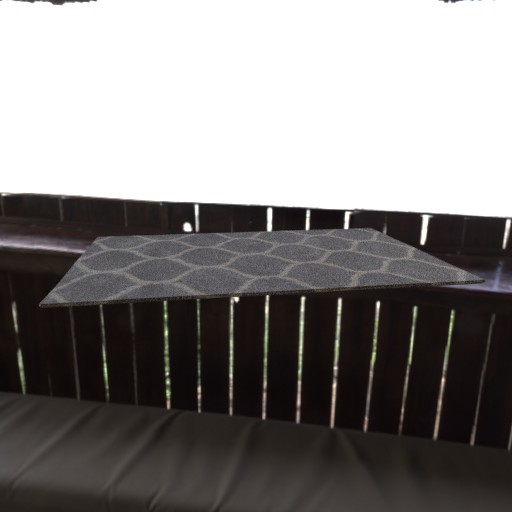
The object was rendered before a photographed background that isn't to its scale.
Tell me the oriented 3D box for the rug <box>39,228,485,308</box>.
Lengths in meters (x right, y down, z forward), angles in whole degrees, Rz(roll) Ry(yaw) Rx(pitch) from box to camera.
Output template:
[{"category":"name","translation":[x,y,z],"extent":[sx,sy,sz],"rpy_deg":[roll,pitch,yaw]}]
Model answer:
[{"category":"rug","translation":[0.000,0.000,3.483],"extent":[2.701,0.026,1.801],"rpy_deg":[-2,15,-9]}]
